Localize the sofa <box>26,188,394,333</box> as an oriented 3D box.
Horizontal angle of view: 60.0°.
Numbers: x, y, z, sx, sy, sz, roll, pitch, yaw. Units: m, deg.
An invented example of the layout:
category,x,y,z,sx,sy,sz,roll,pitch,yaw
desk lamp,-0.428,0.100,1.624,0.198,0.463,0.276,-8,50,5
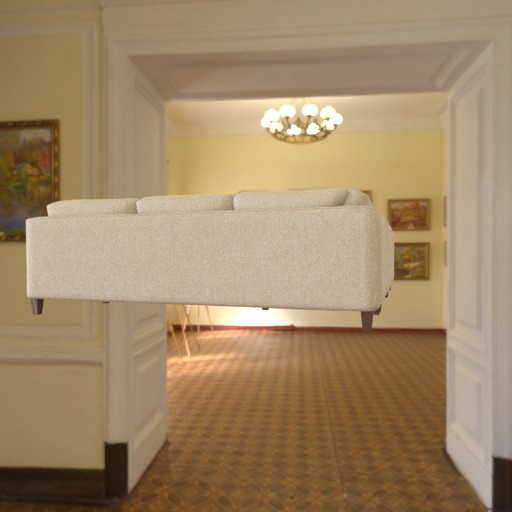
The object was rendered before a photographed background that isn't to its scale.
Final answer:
category,x,y,z,sx,sy,sz,roll,pitch,yaw
sofa,0.000,0.000,4.364,2.551,0.853,3.238,0,0,19
